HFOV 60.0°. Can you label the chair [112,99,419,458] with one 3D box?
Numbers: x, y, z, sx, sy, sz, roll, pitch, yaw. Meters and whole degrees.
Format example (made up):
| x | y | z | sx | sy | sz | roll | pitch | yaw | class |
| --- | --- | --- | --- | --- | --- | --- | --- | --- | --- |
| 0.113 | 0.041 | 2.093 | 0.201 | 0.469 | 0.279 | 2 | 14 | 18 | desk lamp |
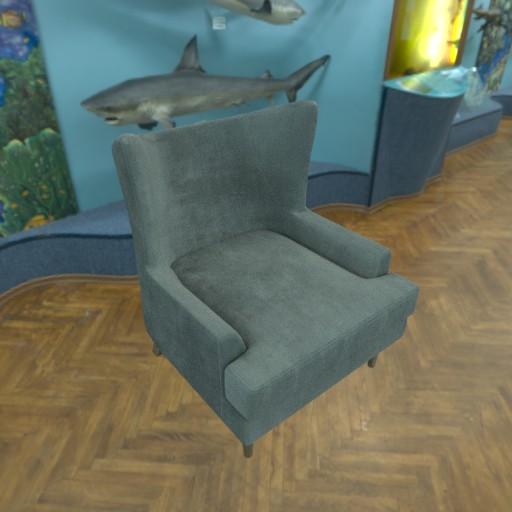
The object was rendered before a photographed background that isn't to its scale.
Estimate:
| x | y | z | sx | sy | sz | roll | pitch | yaw | class |
| --- | --- | --- | --- | --- | --- | --- | --- | --- | --- |
| 0.000 | 0.000 | 1.609 | 0.784 | 0.950 | 0.906 | -23 | 38 | -33 | chair |
